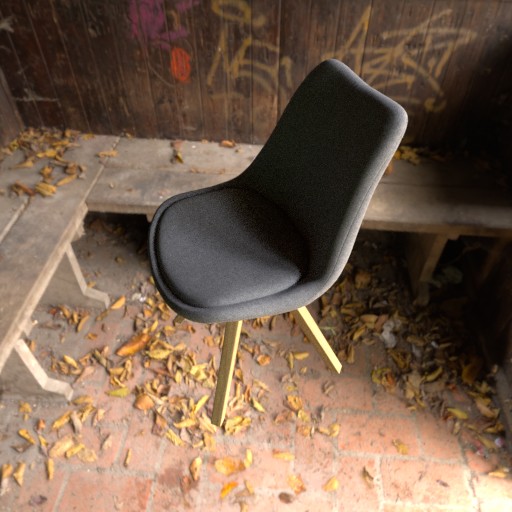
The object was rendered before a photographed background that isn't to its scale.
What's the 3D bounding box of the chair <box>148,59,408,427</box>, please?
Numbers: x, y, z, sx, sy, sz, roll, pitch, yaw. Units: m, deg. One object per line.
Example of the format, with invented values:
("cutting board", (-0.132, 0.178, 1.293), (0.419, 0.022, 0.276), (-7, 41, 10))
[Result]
("chair", (0.000, 0.000, 1.187), (0.550, 0.865, 0.483), (-17, 49, -16))
